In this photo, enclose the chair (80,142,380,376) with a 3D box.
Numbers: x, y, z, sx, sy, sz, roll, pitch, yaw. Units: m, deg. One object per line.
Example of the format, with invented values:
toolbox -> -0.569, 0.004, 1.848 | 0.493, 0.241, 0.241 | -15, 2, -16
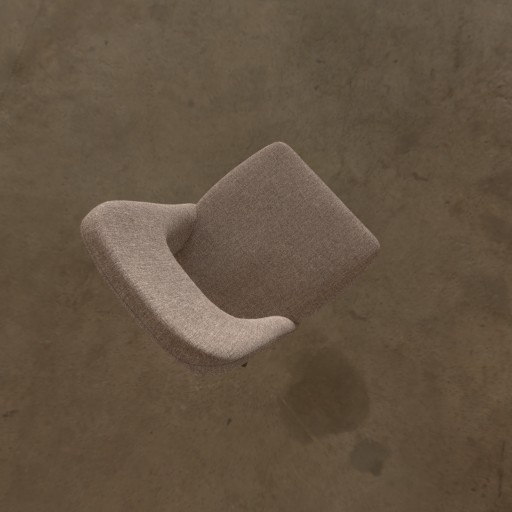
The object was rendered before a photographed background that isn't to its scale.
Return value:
chair -> 0.000, 0.000, 1.251 | 0.612, 0.931, 0.470 | -39, 79, -9
